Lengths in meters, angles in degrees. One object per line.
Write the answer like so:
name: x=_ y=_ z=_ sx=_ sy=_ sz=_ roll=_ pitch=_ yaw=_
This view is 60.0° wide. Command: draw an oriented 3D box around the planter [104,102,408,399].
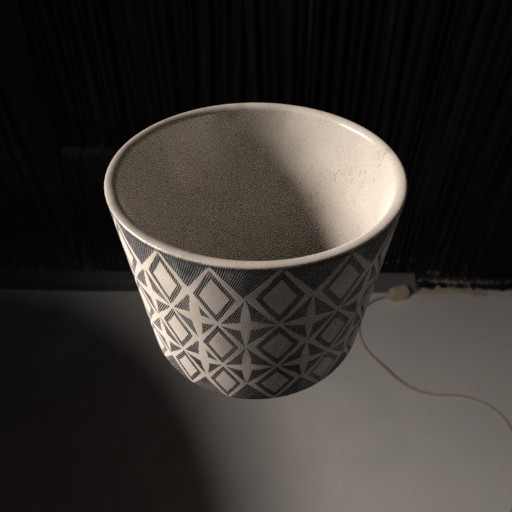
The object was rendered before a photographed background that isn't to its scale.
planter: x=0.000 y=0.000 z=0.465 sx=0.260 sy=0.220 sz=0.260 roll=0 pitch=43 yaw=0
